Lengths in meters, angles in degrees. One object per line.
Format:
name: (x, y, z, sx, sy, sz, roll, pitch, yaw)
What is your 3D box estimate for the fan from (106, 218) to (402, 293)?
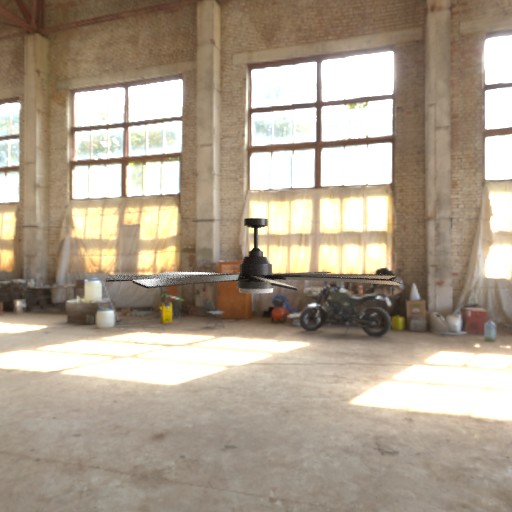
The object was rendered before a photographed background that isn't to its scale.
fan: (0.000, 0.000, 2.825, 1.830, 0.472, 1.830, 0, 0, 37)
